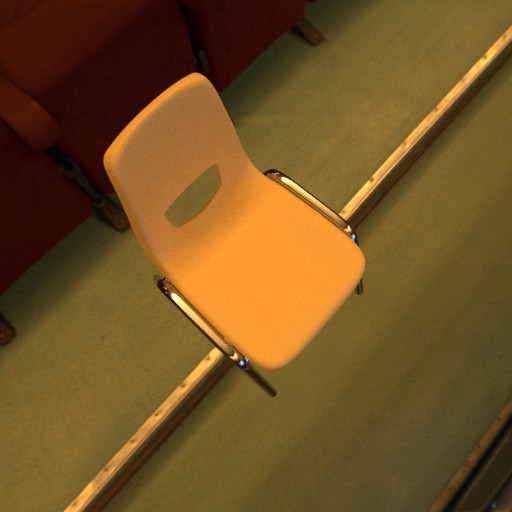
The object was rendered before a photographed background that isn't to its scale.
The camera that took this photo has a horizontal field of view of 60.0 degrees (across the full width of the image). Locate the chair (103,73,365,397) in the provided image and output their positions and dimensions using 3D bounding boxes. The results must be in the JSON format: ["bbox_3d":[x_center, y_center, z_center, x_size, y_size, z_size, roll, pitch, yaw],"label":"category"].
[{"bbox_3d":[0.000,0.000,0.850,0.423,0.586,0.354,41,78,10],"label":"chair"}]
